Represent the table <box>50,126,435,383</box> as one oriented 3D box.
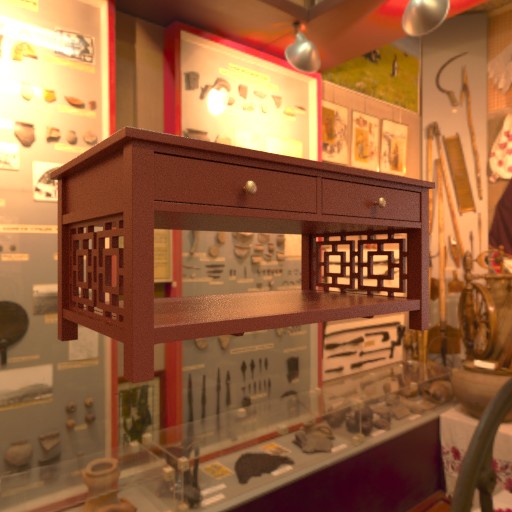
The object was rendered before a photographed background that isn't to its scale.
[{"bbox_3d":[0.000,0.000,1.396,1.068,0.493,0.612,0,0,-37],"label":"table"}]
